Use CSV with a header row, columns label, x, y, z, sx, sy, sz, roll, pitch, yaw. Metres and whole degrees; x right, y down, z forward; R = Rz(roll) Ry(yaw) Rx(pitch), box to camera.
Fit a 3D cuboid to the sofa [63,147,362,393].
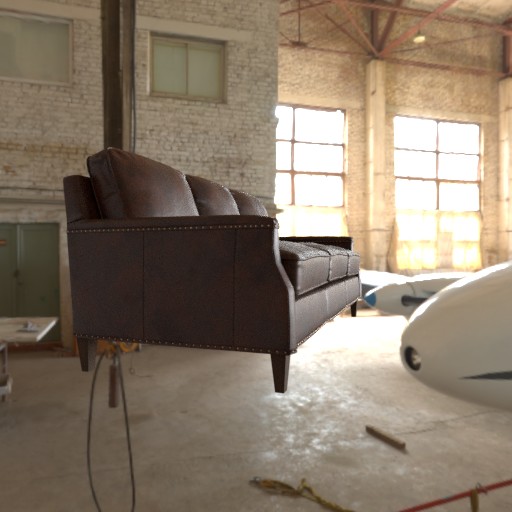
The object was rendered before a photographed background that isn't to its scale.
label,x,y,z,sx,sy,sz,roll,pitch,yaw
sofa,0.000,0.000,2.803,1.084,1.003,2.240,0,0,20
